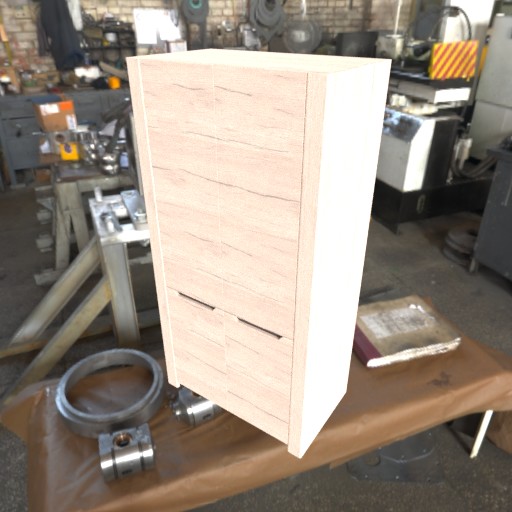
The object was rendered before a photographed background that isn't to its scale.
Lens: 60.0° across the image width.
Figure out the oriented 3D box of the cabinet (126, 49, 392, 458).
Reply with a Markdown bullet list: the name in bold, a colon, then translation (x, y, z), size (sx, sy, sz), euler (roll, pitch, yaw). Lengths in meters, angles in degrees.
- **cabinet**: translation (0.000, 0.000, 2.360), size (0.980, 1.930, 0.580), euler (19, 34, 30)
